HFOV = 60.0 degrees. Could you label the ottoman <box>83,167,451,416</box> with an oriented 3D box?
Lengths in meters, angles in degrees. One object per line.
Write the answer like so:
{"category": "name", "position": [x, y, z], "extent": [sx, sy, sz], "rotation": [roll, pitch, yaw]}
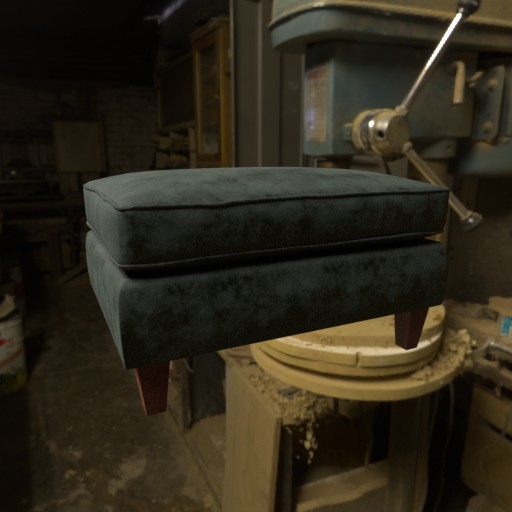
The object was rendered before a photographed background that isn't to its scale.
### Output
{"category": "ottoman", "position": [0.000, 0.000, 1.268], "extent": [0.864, 0.495, 0.632], "rotation": [-7, 15, -25]}
